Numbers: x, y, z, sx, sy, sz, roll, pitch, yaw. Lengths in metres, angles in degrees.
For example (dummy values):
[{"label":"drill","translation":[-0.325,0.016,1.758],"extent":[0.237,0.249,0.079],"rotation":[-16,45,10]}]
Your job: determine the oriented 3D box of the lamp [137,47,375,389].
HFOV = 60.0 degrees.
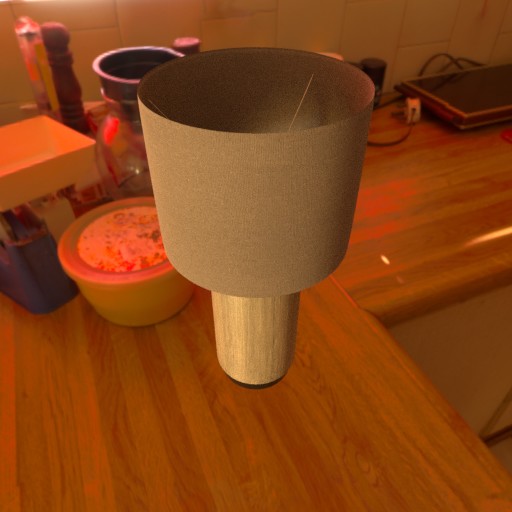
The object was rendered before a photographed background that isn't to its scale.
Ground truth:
[{"label":"lamp","translation":[0.000,0.000,0.573],"extent":[0.228,0.444,0.228],"rotation":[26,47,27]}]
